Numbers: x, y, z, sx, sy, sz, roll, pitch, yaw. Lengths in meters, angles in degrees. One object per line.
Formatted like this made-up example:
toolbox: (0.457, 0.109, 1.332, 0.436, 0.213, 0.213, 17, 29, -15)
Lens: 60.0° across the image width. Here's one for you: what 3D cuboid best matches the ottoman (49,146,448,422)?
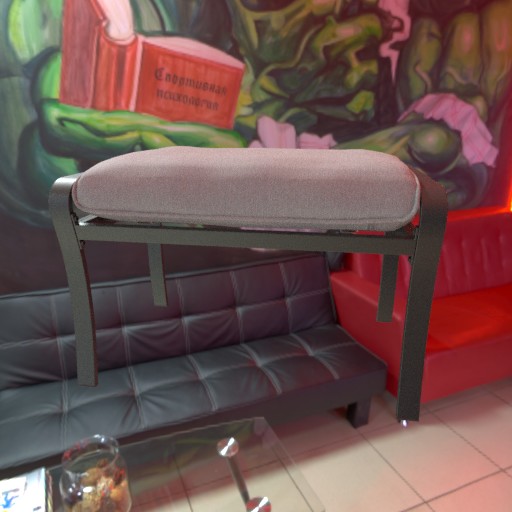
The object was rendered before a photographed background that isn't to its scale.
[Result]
ottoman: (0.000, 0.000, 0.896, 0.610, 0.422, 0.406, 3, 18, 9)
